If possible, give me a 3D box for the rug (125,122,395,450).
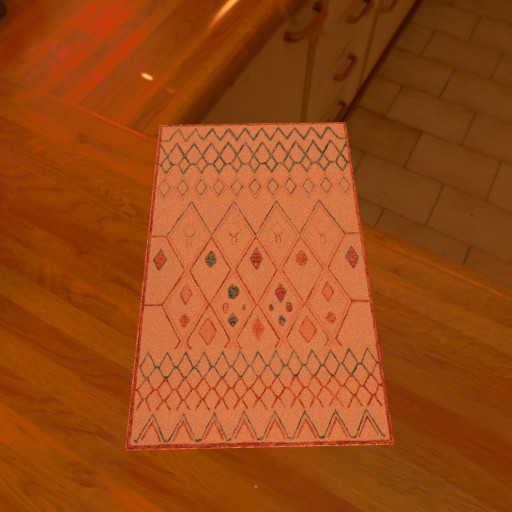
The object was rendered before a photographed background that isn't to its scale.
[{"bbox_3d":[0.000,0.000,3.069,1.524,0.015,2.438,-1,63,-1],"label":"rug"}]
